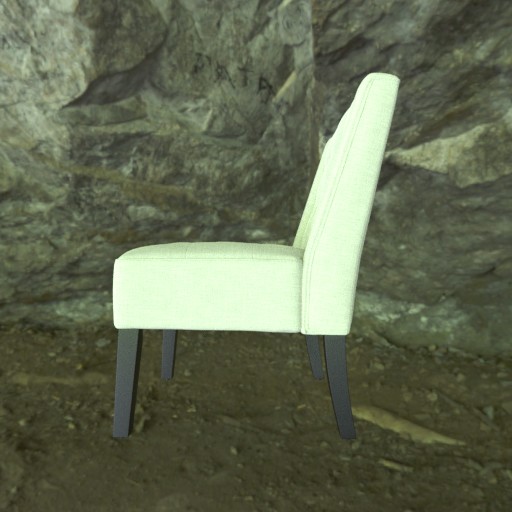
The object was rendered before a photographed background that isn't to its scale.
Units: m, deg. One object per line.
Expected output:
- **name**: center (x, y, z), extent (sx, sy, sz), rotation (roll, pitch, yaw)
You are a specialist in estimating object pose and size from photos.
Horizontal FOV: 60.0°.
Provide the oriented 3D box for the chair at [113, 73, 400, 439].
- **chair**: center (0.000, 0.000, 1.291), extent (0.676, 0.853, 0.569), rotation (0, -1, 1)
